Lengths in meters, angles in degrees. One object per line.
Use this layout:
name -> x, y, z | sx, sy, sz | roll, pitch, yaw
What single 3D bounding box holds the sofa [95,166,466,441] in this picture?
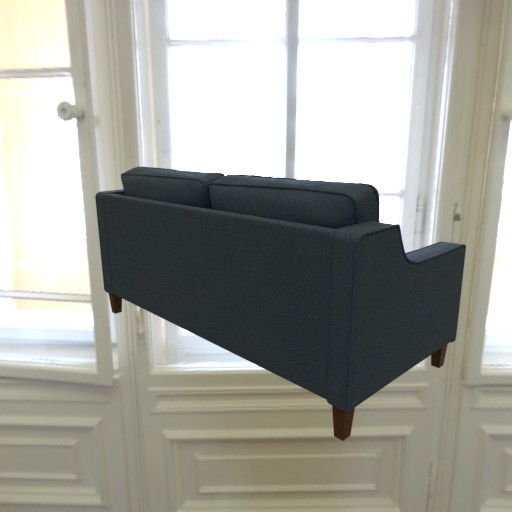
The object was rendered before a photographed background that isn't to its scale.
sofa -> 0.000, 0.000, 2.806 | 1.066, 1.071, 2.178 | -13, 19, -42
